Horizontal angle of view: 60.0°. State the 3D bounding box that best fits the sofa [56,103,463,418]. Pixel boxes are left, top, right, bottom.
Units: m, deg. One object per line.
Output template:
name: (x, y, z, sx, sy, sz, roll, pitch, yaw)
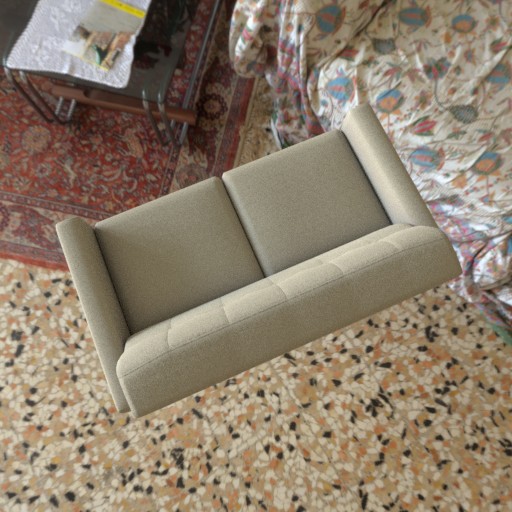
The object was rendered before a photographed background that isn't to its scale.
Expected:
sofa: (0.000, 0.000, 2.193, 1.655, 0.892, 0.980, -23, 77, -6)
